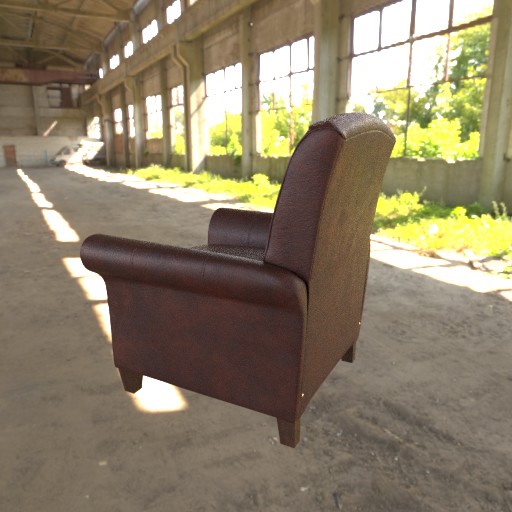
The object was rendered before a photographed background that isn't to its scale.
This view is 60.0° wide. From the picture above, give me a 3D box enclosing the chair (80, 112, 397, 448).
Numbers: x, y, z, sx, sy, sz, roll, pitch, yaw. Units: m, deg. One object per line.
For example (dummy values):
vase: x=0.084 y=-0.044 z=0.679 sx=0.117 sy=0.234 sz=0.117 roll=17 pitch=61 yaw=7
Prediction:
chair: x=0.000 y=0.000 z=1.772 sx=0.902 sy=1.061 sz=0.978 roll=7 pitch=16 yaw=27
